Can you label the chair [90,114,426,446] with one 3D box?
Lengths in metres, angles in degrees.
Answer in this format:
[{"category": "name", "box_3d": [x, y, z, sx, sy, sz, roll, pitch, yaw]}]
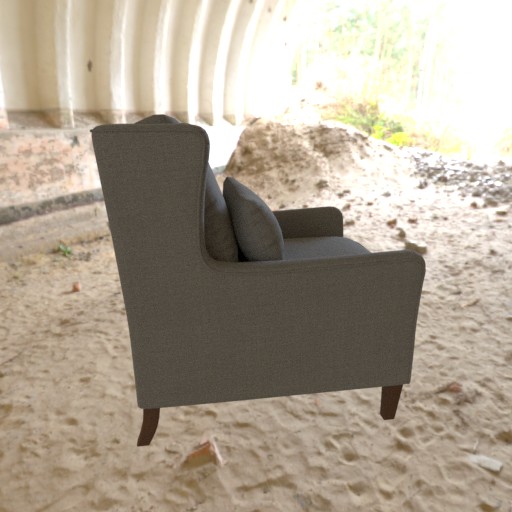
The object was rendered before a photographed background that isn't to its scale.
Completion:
[{"category": "chair", "box_3d": [0.000, 0.000, 1.751, 1.040, 1.056, 0.866, -3, 17, -9]}]
